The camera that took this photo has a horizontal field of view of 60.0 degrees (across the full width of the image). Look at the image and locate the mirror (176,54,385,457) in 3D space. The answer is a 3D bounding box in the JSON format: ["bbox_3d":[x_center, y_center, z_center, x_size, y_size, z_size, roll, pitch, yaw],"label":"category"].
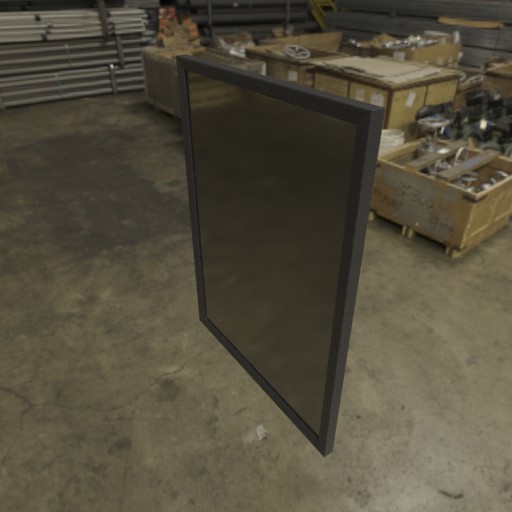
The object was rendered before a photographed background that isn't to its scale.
[{"bbox_3d":[0.000,0.000,1.322,0.040,1.016,0.762,-21,38,-29],"label":"mirror"}]
